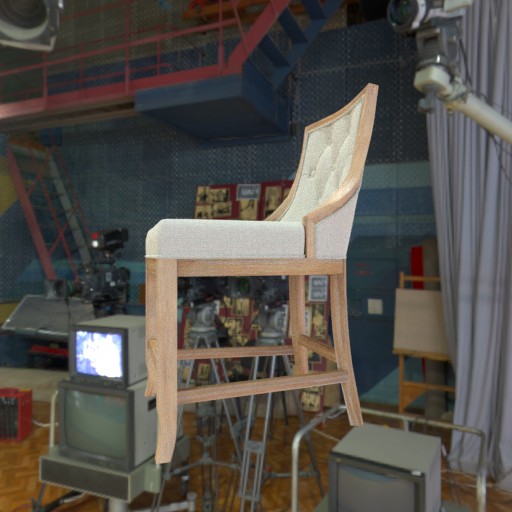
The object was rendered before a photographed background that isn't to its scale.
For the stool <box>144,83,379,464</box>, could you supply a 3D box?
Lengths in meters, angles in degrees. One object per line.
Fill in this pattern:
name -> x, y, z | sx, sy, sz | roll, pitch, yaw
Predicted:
stool -> 0.000, 0.000, 1.332 | 0.626, 0.938, 0.524 | 0, 0, -17
